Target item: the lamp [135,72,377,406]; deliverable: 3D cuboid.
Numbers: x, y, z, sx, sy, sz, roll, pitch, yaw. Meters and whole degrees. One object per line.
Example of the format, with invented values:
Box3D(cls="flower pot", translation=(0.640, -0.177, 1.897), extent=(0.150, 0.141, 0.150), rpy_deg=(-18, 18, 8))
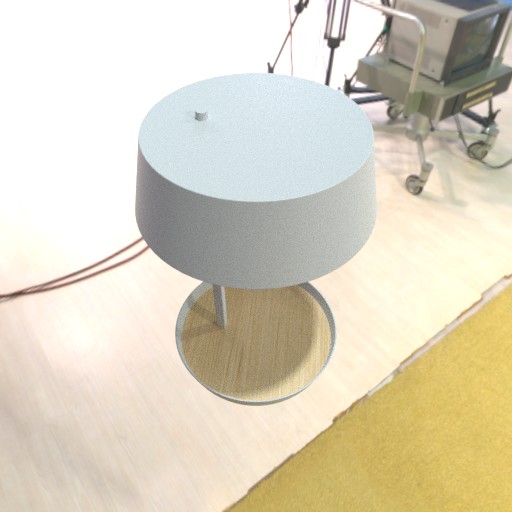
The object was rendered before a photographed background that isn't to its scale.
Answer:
Box3D(cls="lamp", translation=(0.000, 0.000, 0.622), extent=(0.291, 0.429, 0.291), rpy_deg=(0, 48, 0))
